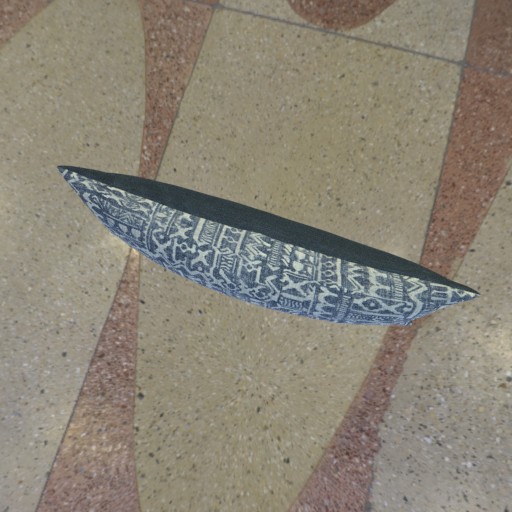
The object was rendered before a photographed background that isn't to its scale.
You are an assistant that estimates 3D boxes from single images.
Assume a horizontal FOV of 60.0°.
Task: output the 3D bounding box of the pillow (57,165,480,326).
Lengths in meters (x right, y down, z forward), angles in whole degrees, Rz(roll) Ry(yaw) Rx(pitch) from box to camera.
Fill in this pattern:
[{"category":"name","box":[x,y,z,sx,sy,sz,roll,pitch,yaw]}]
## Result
[{"category":"pillow","box":[0.000,0.000,0.742,0.631,0.292,0.148,17,75,5]}]
